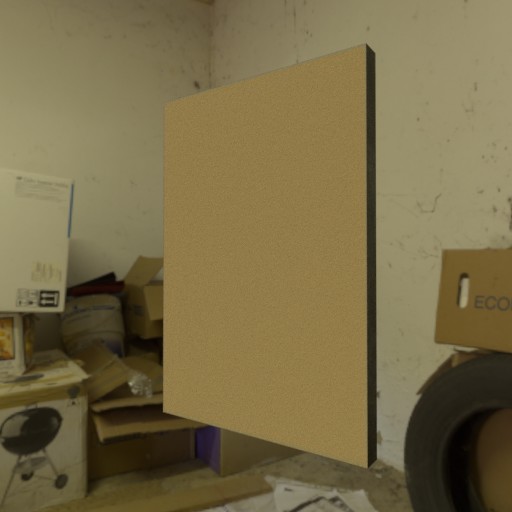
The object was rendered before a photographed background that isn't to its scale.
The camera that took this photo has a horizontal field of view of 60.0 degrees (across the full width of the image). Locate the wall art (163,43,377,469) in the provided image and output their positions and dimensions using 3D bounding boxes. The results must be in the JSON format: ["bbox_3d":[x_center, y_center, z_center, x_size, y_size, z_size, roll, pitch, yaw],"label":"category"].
[{"bbox_3d":[0.000,0.000,0.578,0.313,0.457,0.031,-1,-1,35],"label":"wall art"}]
